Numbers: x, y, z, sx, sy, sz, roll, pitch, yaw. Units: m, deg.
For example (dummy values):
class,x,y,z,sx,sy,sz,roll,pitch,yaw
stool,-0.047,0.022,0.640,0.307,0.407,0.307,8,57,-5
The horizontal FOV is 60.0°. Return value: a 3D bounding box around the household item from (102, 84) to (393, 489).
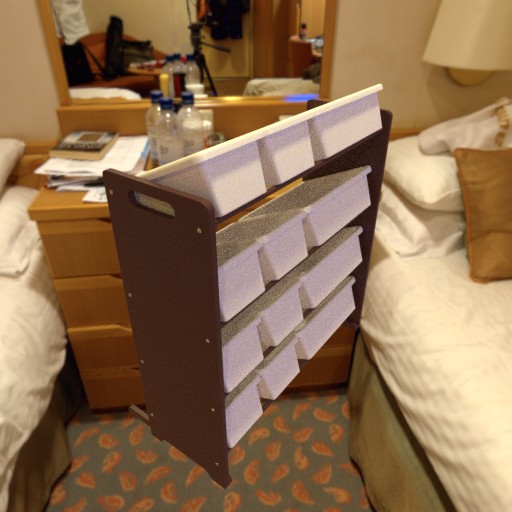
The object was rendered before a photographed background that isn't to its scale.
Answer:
class,x,y,z,sx,sy,sz,roll,pitch,yaw
household item,0.000,0.000,1.265,0.389,0.864,0.787,21,37,30
